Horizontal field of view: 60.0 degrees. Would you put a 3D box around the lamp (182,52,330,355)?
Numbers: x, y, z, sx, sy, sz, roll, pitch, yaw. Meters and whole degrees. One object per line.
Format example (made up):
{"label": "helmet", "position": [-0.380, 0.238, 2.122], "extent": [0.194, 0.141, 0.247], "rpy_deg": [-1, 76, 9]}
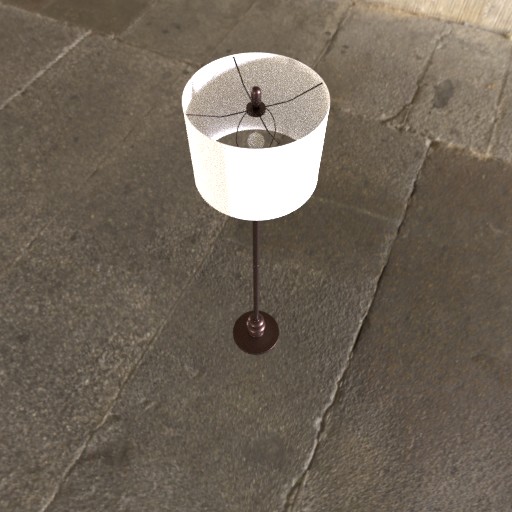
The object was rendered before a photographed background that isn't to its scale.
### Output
{"label": "lamp", "position": [0.000, 0.000, 1.674], "extent": [0.356, 1.487, 0.356], "rpy_deg": [-17, 59, -10]}
